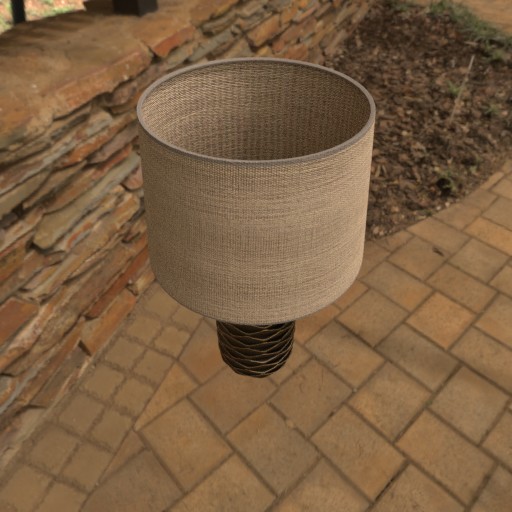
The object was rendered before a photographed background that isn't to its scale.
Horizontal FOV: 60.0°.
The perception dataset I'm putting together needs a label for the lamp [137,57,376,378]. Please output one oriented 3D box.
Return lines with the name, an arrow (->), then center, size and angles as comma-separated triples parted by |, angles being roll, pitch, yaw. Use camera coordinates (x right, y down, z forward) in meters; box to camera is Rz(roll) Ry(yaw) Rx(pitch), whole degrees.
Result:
lamp -> 0.000, 0.000, 0.816 | 0.376, 0.594, 0.376 | 0, 43, 0
